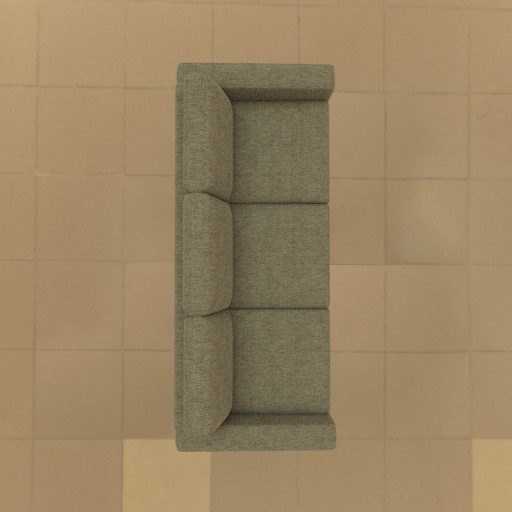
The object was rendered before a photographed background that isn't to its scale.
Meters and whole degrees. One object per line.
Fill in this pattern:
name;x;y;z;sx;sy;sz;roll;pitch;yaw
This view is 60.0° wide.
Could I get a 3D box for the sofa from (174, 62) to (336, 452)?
sofa;0.000;0.000;2.607;0.900;0.800;2.160;0;89;-1
